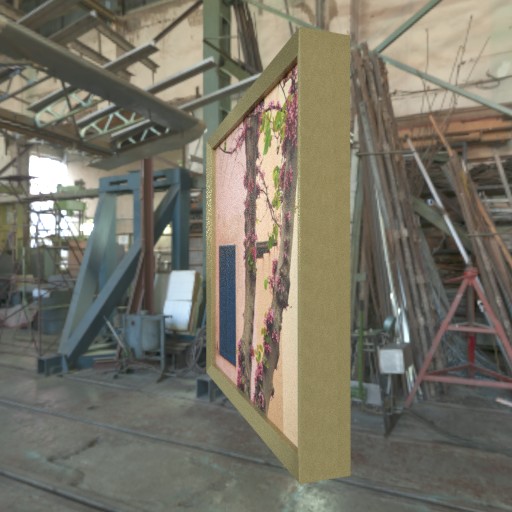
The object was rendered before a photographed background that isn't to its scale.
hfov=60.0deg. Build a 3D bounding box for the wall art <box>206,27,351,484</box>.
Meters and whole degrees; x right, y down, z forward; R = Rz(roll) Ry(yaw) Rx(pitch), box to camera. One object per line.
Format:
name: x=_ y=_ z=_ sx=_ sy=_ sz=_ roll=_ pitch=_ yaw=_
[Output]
wall art: x=0.000 y=0.000 z=0.445 sx=0.038 sy=0.305 sz=0.304 roll=0 pitch=0 yaw=-18
